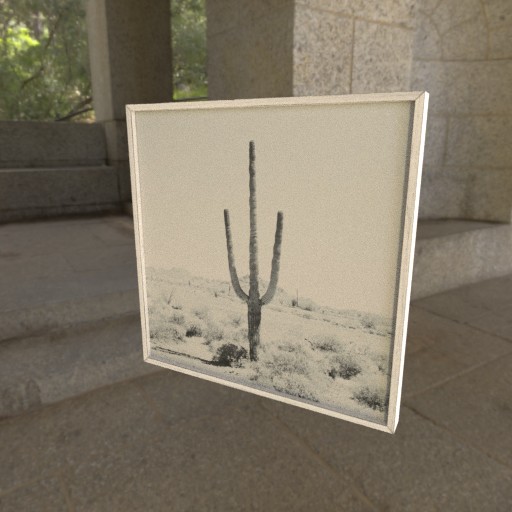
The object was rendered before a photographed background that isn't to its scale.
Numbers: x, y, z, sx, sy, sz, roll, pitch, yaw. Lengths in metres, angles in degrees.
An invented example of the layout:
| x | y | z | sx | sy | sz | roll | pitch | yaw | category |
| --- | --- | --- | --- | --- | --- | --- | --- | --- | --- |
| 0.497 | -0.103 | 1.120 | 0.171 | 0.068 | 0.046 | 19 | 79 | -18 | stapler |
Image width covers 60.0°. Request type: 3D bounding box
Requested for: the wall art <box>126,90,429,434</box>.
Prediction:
| x | y | z | sx | sy | sz | roll | pitch | yaw | category |
| --- | --- | --- | --- | --- | --- | --- | --- | --- | --- |
| 0.000 | 0.000 | 0.761 | 0.508 | 0.508 | 0.038 | 8 | 17 | 27 | wall art |
